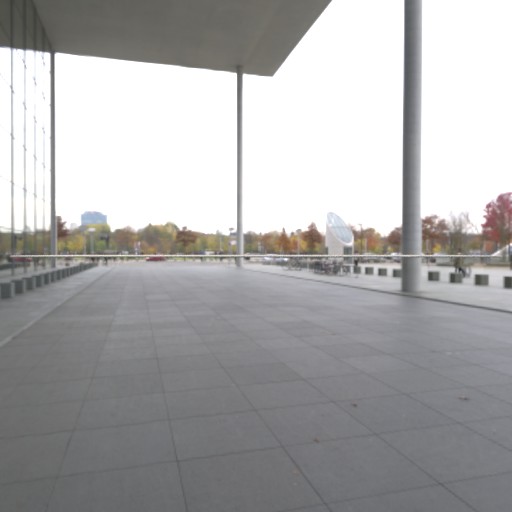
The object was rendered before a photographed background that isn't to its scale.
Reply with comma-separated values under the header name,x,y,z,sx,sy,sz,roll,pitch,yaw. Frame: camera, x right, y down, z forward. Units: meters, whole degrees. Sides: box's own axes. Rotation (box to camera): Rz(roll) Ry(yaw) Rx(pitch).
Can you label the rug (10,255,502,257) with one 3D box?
name,x,y,z,sx,sy,sz,roll,pitch,yaw
rug,0.000,0.000,2.564,2.435,0.009,0.750,0,0,0
